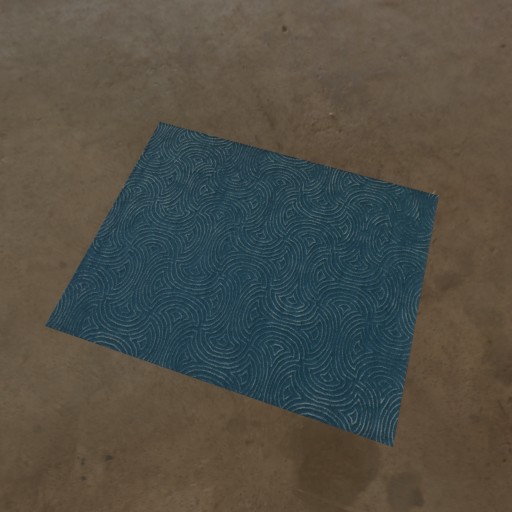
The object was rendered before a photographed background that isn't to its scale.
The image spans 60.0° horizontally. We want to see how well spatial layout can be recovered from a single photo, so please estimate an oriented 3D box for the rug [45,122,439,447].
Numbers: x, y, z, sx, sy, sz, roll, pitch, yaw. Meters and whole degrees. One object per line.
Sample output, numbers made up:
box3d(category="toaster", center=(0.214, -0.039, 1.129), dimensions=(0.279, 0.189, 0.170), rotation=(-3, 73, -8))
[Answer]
box3d(category="rug", center=(0.000, 0.000, 4.125), dimensions=(3.033, 0.012, 2.432), rotation=(17, 65, 8))
